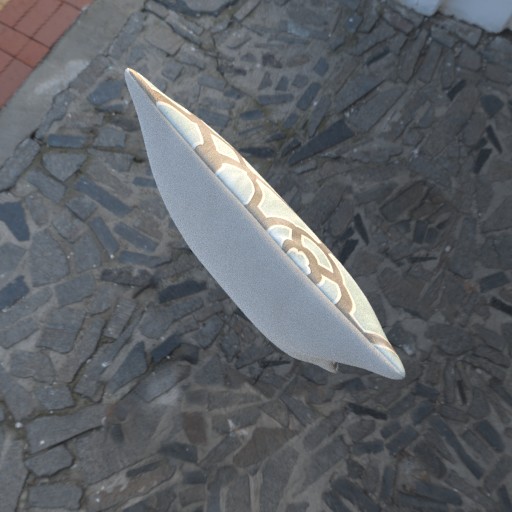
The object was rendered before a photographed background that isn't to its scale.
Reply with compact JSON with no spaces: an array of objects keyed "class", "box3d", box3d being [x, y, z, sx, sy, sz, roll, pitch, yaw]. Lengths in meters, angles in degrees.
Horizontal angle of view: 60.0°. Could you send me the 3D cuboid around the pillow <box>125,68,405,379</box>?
[{"class":"pillow","box3d":[0.000,0.000,0.814,0.166,0.508,0.552,-40,79,-9]}]
